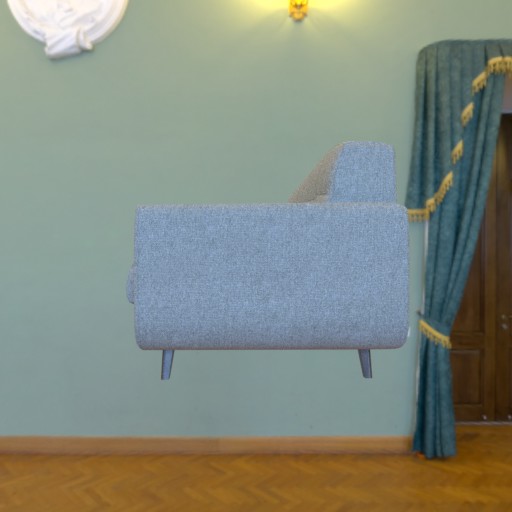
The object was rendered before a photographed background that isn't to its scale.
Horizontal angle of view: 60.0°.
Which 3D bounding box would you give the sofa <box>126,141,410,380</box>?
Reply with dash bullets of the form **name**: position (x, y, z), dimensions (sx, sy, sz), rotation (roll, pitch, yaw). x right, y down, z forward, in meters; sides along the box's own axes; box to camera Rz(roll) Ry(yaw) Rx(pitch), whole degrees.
- **sofa**: position (0.000, 0.000, 2.469), dimensions (0.968, 0.873, 2.055), rotation (0, 1, -2)
